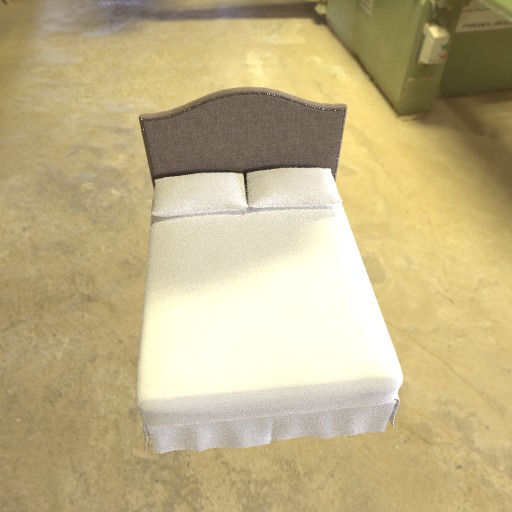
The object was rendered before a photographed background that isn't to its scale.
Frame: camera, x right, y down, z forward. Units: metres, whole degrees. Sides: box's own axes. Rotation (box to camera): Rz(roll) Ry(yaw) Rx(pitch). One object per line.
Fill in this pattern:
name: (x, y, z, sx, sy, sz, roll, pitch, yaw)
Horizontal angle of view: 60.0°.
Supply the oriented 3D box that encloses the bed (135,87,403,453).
bed: (0.000, 0.000, 3.188, 1.713, 1.518, 2.153, -4, 47, -4)
